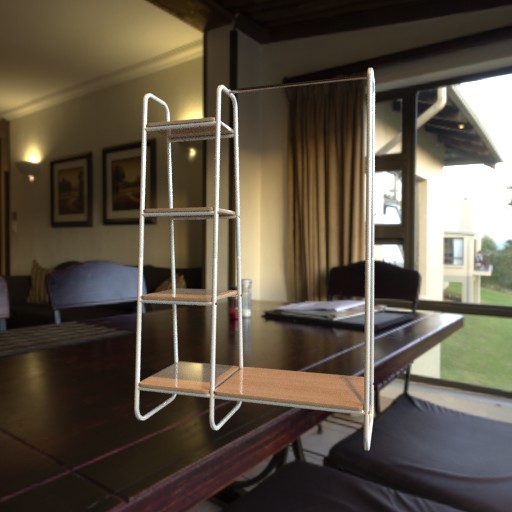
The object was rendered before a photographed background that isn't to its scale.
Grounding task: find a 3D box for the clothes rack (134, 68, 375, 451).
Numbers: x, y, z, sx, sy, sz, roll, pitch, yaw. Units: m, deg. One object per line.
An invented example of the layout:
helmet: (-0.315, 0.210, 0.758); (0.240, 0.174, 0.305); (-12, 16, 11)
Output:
clothes rack: (0.000, 0.000, 1.979); (1.011, 1.500, 0.400); (0, 2, 17)
